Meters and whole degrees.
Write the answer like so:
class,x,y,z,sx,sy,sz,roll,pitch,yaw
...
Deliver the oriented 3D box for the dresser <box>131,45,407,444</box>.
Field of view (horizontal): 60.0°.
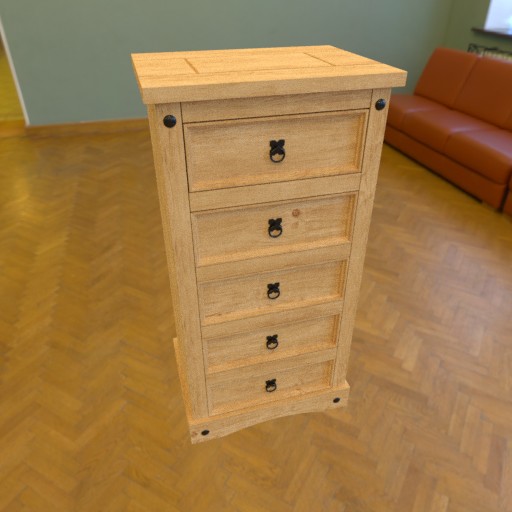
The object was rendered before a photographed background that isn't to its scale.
class,x,y,z,sx,sy,sz,roll,pitch,yaw
dresser,0.000,0.000,1.282,0.531,1.041,0.390,-9,34,-13
